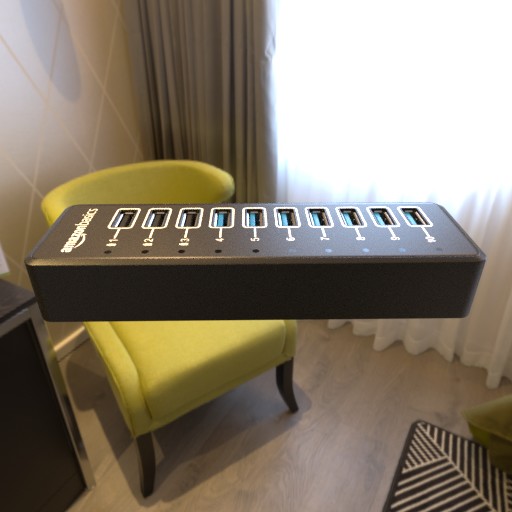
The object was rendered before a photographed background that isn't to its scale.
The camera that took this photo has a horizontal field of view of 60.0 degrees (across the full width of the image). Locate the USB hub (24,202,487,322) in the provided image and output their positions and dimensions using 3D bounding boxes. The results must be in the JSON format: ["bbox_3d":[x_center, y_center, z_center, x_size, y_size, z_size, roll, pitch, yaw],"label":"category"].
[{"bbox_3d":[0.000,0.000,0.160,0.145,0.023,0.044,0,31,-1],"label":"USB hub"}]
